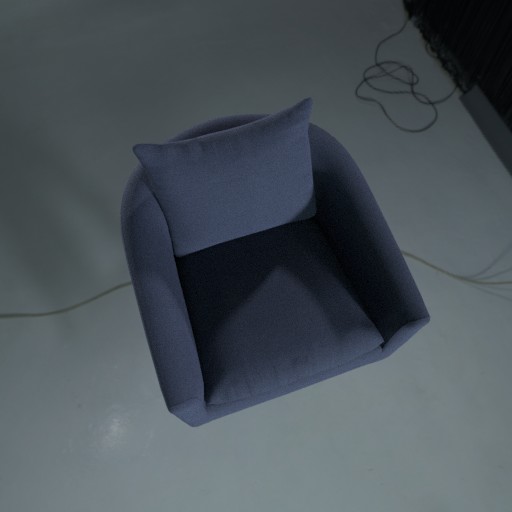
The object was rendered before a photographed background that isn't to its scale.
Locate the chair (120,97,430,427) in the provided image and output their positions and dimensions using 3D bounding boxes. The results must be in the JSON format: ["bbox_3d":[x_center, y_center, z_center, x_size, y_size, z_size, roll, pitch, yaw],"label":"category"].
[{"bbox_3d":[0.000,0.000,1.609,0.845,0.848,0.910,-17,64,-9],"label":"chair"}]
